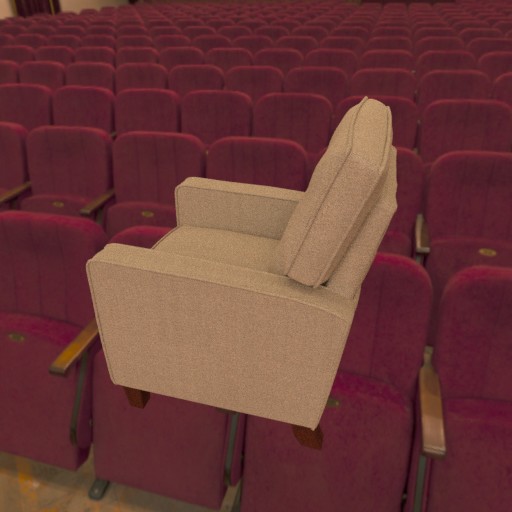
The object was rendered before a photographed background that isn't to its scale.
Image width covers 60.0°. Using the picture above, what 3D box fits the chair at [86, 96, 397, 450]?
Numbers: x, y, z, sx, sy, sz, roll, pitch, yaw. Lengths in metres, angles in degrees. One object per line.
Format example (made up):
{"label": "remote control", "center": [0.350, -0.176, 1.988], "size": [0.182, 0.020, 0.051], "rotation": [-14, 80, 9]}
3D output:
{"label": "chair", "center": [0.000, 0.000, 1.368], "size": [0.754, 0.888, 0.648], "rotation": [8, 31, 13]}
